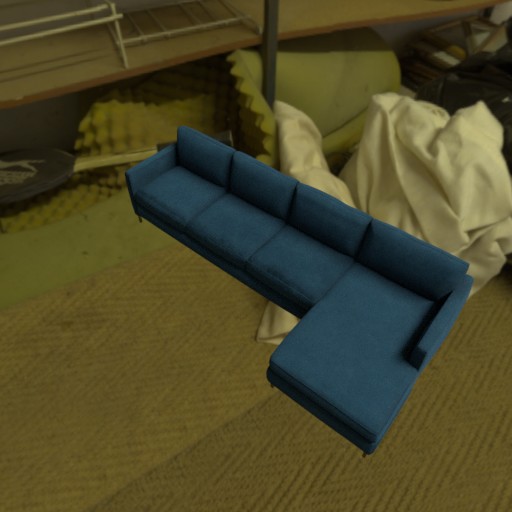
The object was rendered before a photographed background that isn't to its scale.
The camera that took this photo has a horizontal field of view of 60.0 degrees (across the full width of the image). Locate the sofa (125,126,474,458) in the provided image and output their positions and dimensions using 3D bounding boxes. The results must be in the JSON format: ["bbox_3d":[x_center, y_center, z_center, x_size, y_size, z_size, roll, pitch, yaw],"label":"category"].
[{"bbox_3d":[0.000,0.000,3.505,2.932,0.810,1.350,31,54,26],"label":"sofa"}]
